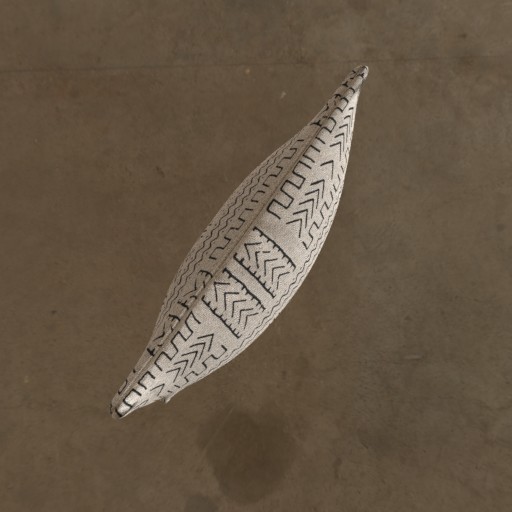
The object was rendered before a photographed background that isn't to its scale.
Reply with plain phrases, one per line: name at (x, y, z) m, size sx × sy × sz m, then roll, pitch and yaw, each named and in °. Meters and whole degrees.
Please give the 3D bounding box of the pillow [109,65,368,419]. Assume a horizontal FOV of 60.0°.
pillow at (0.000, 0.000, 0.788) m, size 0.188 × 0.352 × 0.637 m, roll 33°, pitch 78°, yaw 8°
